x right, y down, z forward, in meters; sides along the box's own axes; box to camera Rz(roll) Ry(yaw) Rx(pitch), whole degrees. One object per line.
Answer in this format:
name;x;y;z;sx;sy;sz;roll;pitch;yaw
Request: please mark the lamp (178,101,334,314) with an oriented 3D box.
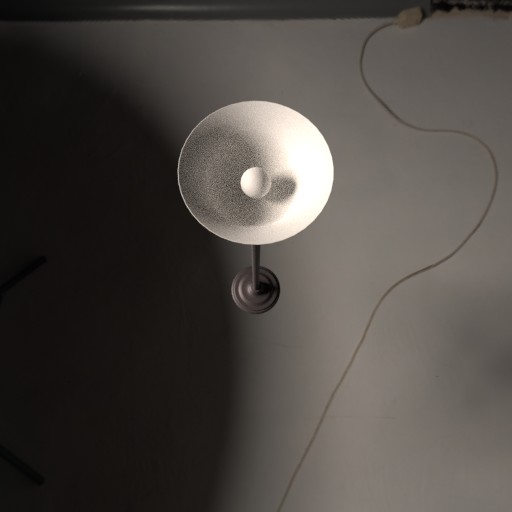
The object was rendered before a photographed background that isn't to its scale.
lamp;0.000;0.000;2.020;0.405;1.797;0.405;-1;76;0
